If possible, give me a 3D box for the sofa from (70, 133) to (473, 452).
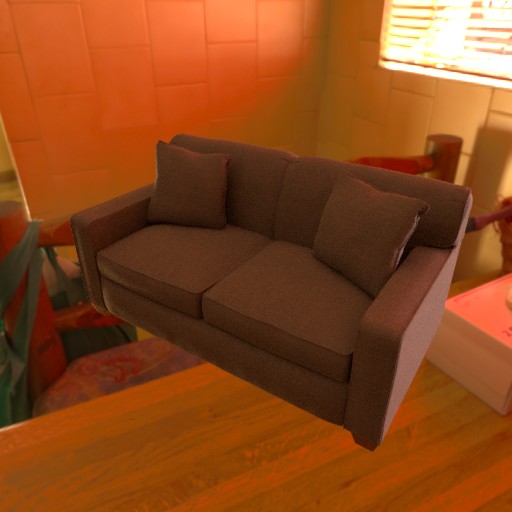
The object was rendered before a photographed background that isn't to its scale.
[{"bbox_3d":[0.000,0.000,2.376,1.846,0.958,1.000,18,34,29],"label":"sofa"}]
